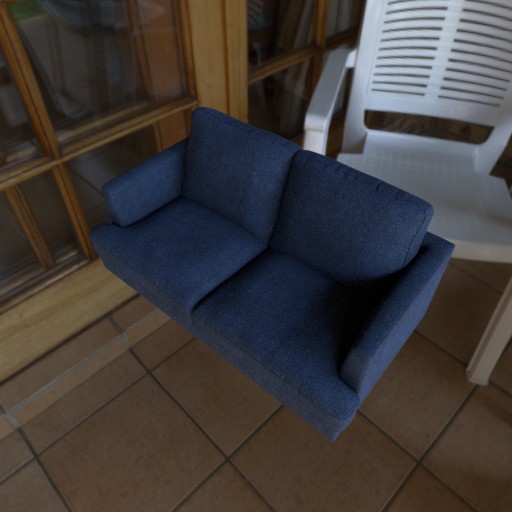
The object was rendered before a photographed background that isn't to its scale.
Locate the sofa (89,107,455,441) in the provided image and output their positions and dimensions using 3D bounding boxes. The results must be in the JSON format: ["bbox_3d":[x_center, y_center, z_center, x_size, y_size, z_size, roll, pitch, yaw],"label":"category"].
[{"bbox_3d":[0.000,0.000,2.194,1.582,0.944,0.903,31,53,27],"label":"sofa"}]
